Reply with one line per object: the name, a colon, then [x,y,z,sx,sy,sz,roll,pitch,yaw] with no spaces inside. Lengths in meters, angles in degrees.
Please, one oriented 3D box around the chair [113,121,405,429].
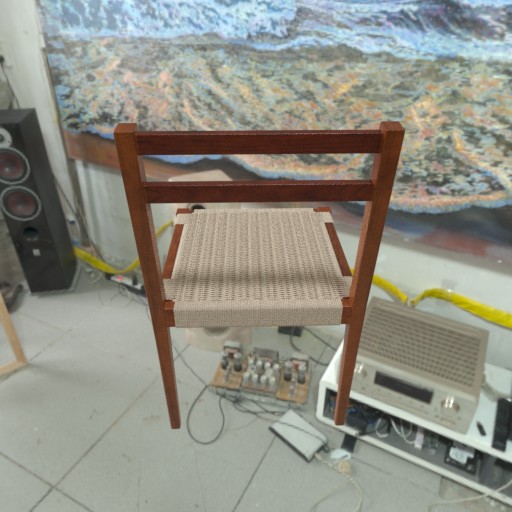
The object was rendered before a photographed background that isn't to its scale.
chair: [0.000,0.000,1.203,0.495,0.851,0.569,-1,32,-1]
